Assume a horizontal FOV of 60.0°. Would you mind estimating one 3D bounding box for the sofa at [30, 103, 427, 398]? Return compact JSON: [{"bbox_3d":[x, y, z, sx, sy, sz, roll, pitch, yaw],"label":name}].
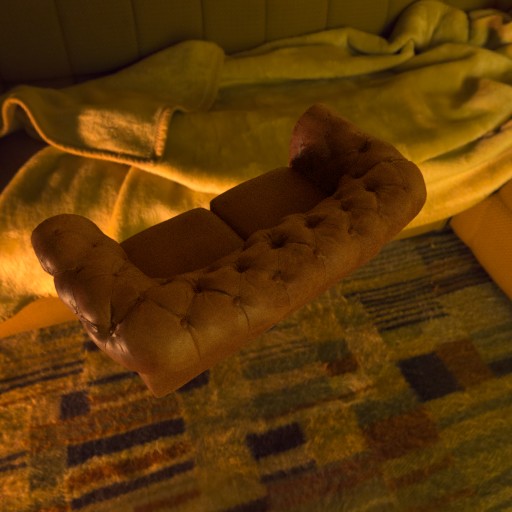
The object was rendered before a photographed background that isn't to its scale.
[{"bbox_3d":[0.000,0.000,2.485,1.979,0.877,1.042,-30,54,-25],"label":"sofa"}]
